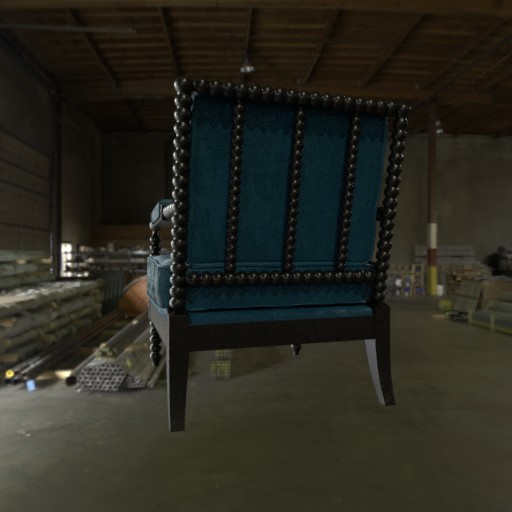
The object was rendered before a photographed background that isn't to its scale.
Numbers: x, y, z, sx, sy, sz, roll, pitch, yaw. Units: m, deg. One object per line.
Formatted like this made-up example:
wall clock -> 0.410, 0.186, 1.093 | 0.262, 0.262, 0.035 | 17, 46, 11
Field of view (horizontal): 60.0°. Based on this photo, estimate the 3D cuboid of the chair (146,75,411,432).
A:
chair -> 0.000, 0.000, 1.480 | 0.688, 0.857, 0.805 | 0, 0, -18
